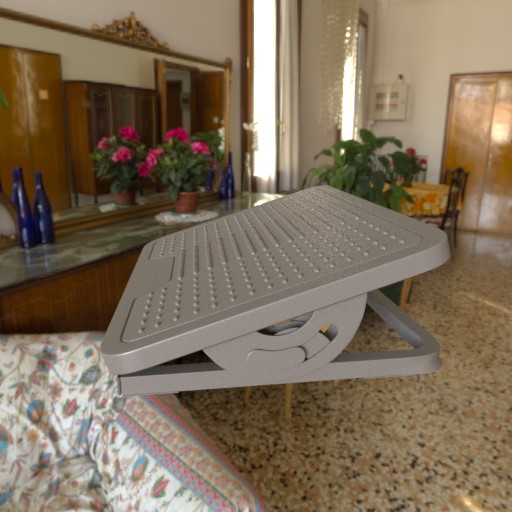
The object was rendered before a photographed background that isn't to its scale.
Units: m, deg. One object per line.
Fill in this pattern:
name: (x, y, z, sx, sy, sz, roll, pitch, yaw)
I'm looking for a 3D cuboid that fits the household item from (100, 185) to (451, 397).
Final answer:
household item: (0.000, 0.000, 0.529, 0.301, 0.126, 0.390, -2, 16, -7)
